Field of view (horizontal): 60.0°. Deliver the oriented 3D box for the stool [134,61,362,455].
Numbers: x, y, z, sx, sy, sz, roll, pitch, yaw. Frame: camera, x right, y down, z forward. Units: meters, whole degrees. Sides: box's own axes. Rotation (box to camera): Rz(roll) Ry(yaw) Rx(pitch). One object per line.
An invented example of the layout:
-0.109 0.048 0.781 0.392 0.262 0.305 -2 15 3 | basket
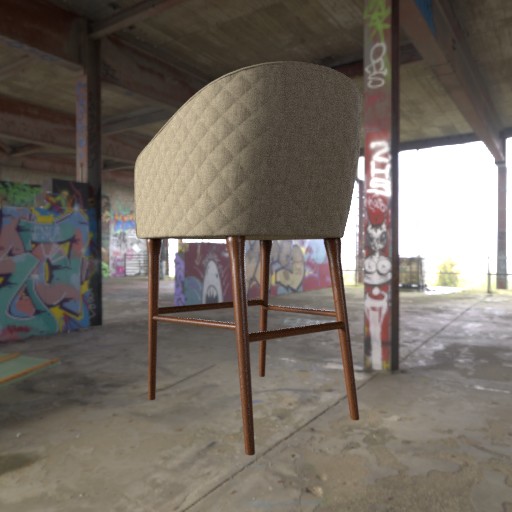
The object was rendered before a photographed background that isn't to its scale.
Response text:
0.000 0.000 1.370 0.559 0.952 0.635 -1 1 -36 | stool
